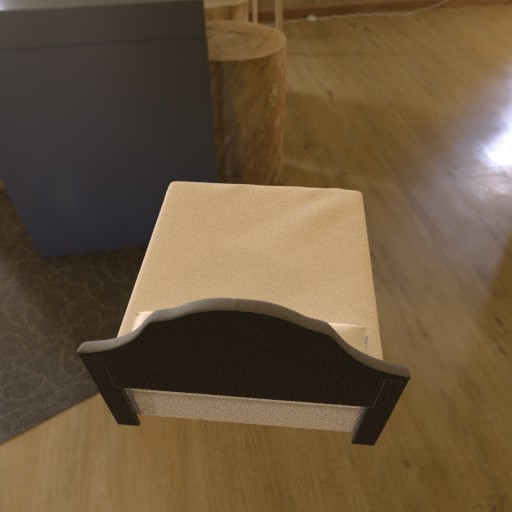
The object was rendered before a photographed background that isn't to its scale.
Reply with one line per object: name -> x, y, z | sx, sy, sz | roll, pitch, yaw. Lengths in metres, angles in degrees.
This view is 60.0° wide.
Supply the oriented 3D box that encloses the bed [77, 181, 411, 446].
bed -> 0.000, 0.000, 3.511 | 2.008, 1.615, 2.214 | 3, 47, 3
